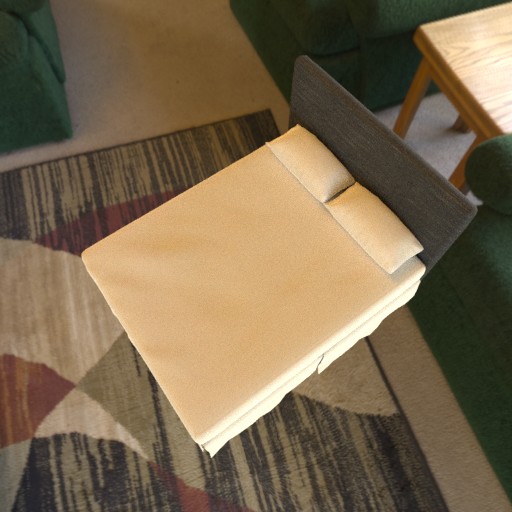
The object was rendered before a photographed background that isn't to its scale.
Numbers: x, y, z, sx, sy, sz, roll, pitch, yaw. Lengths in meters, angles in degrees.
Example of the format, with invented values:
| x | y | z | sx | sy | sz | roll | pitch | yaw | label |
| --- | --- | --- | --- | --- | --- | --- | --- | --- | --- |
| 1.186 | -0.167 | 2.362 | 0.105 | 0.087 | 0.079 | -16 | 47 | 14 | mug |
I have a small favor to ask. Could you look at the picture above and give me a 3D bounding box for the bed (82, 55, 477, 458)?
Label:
| x | y | z | sx | sy | sz | roll | pitch | yaw | label |
| --- | --- | --- | --- | --- | --- | --- | --- | --- | --- |
| 0.000 | 0.000 | 3.184 | 2.142 | 1.330 | 1.723 | -33 | 68 | -15 | bed |
